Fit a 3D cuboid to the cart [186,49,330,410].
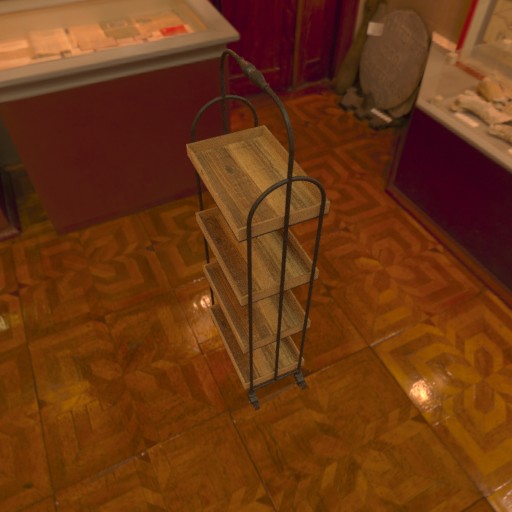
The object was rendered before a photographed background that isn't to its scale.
[{"bbox_3d":[0.000,0.000,1.741,0.308,1.481,0.581,-18,50,-16],"label":"cart"}]
